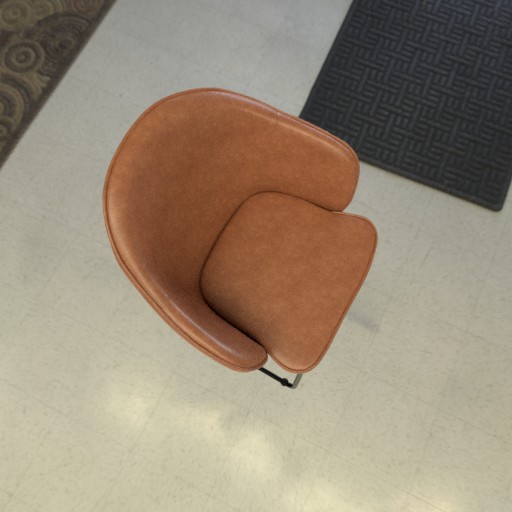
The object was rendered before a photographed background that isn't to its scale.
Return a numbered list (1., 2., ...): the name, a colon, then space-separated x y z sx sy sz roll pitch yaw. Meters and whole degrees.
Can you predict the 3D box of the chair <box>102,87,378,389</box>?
1. chair: 0.000 0.000 1.203 0.580 0.785 0.582 28 76 7
